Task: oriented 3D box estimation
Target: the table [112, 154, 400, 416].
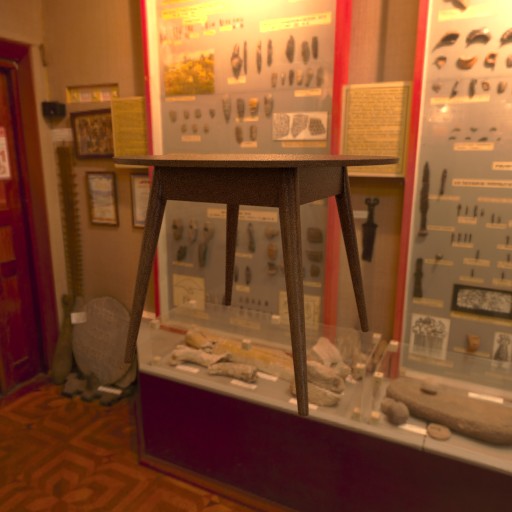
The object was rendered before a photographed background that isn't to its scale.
[{"bbox_3d":[0.000,0.000,1.794,1.053,0.786,1.053,0,14,0],"label":"table"}]
